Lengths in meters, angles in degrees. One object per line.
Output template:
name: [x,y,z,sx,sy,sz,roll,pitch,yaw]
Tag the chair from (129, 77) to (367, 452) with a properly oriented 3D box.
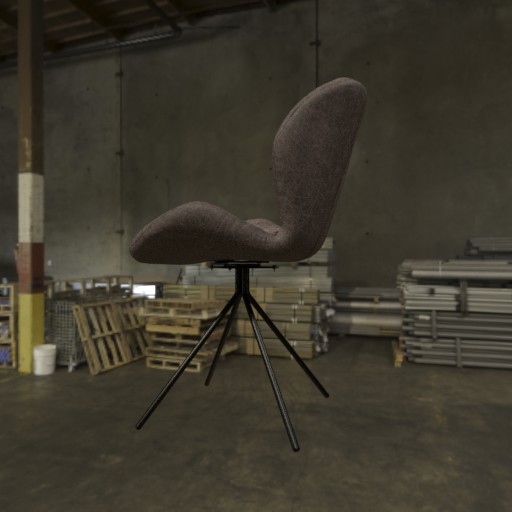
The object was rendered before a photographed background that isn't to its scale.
chair: [0.000,0.000,1.313,0.640,0.934,0.527,0,0,19]
